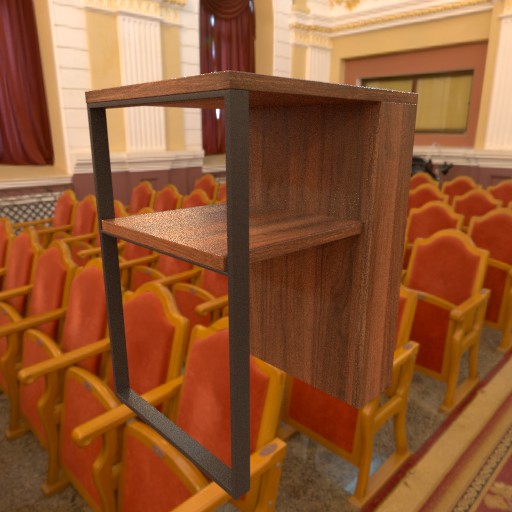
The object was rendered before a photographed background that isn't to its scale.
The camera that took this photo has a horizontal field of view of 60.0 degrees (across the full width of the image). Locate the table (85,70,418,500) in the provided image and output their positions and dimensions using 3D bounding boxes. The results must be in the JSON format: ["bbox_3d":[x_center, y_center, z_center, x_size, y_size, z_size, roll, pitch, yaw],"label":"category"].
[{"bbox_3d":[0.000,0.000,1.499,0.786,1.041,0.660,-15,21,-42],"label":"table"}]
